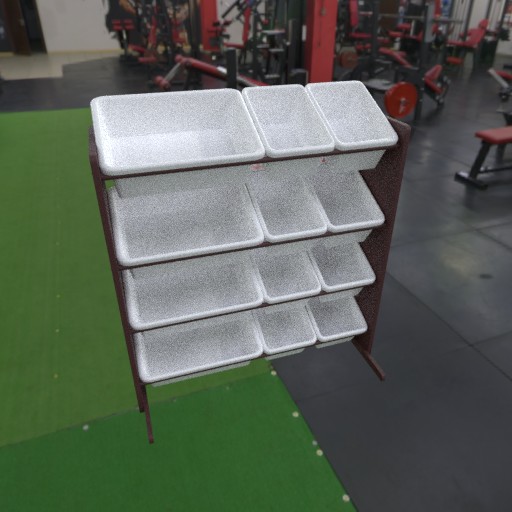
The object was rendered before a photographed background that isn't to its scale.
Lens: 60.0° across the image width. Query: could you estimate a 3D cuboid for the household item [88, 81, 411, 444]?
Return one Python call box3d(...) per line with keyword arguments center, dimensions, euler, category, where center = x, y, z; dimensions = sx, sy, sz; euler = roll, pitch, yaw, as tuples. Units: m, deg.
box3d(center=(0.000, 0.000, 1.275), dimensions=(0.787, 0.864, 0.389), euler=(-10, 32, -15), category="household item")
